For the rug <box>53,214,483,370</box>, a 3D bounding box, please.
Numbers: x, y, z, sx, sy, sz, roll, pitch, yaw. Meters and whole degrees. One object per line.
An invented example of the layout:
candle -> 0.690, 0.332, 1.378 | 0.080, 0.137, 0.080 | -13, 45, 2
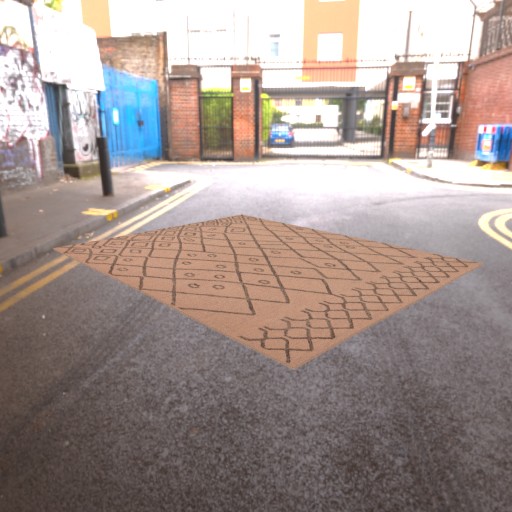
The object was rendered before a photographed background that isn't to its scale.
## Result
rug -> 0.000, 0.000, 3.993 | 2.446, 0.015, 3.046 | -15, 22, -42
